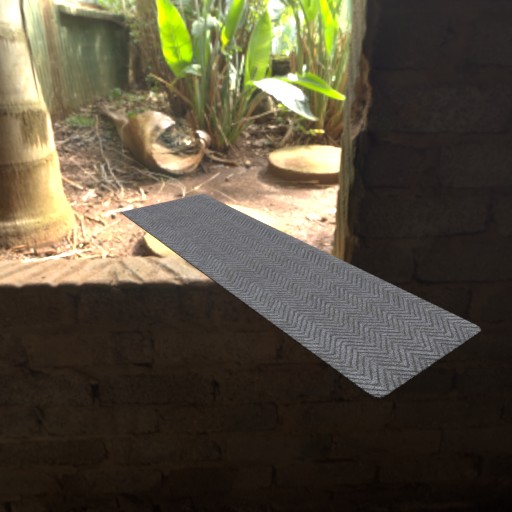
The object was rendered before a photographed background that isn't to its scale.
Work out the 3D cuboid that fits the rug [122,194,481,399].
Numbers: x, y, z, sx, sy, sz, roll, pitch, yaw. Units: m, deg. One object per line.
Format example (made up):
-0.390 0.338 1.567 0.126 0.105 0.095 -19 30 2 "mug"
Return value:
0.000 0.000 2.505 0.686 0.008 2.286 -18 31 -33 "rug"
